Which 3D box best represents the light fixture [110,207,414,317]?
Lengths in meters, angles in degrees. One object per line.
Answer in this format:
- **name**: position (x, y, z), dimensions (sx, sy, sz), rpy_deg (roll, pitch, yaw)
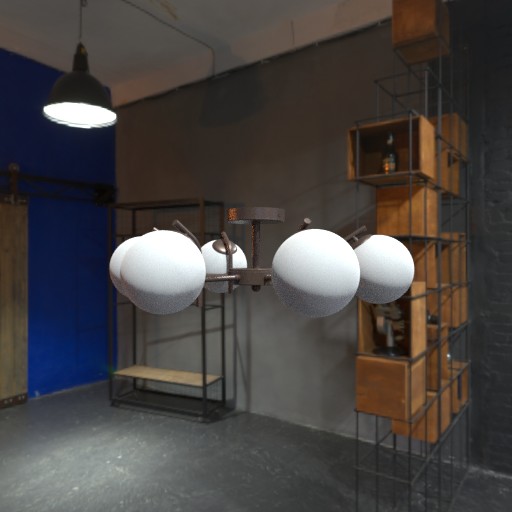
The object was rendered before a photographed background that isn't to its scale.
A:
- **light fixture**: position (0.000, 0.000, 0.970), dimensions (0.662, 0.201, 0.662), rpy_deg (0, 0, 0)
